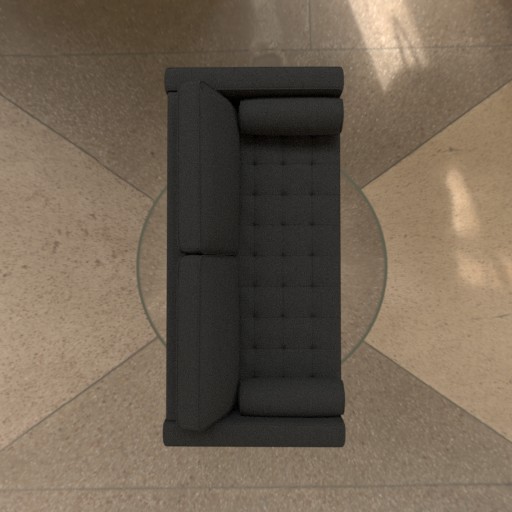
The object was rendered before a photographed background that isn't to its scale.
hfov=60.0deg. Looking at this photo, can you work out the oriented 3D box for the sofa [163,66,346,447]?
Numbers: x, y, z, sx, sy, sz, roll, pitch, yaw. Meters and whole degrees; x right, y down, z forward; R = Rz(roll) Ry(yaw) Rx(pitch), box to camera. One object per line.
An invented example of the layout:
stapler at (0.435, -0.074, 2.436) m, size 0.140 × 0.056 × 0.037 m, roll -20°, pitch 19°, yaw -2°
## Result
sofa at (0.000, 0.000, 2.361) m, size 0.914 × 0.759 × 1.875 m, roll 0°, pitch 89°, yaw 1°
